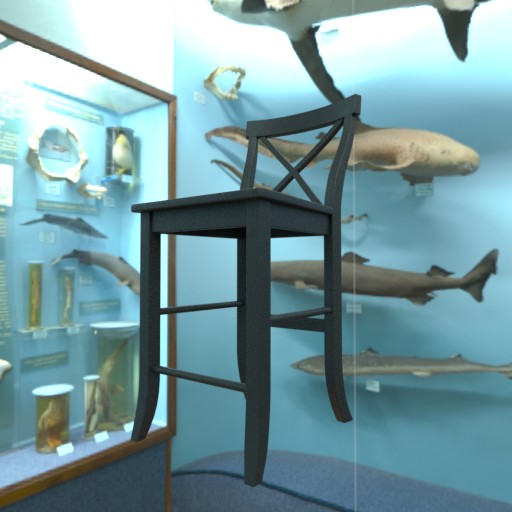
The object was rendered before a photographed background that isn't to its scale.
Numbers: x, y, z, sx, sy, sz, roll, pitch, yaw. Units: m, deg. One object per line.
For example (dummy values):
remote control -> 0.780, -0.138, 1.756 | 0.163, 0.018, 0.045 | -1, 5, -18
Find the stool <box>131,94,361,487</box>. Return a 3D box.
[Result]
stool -> 0.000, 0.000, 1.290 | 0.452, 0.989, 0.559 | -1, -2, 38
